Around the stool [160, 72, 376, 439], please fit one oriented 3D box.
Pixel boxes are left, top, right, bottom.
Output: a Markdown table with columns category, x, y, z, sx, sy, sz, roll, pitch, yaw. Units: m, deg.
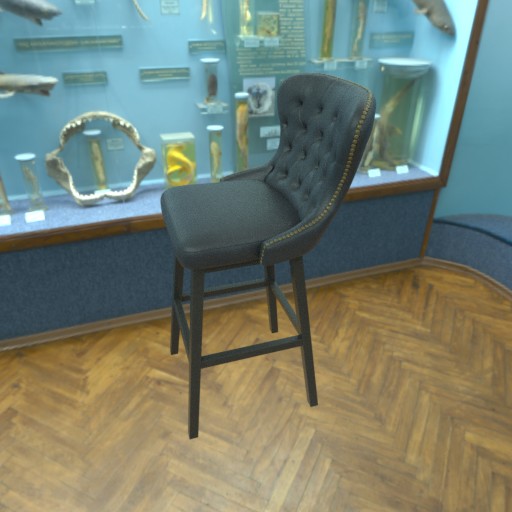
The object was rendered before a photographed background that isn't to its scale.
| category | x | y | z | sx | sy | sz | roll | pitch | yaw |
| --- | --- | --- | --- | --- | --- | --- | --- | --- | --- |
| stool | 0.000 | 0.000 | 1.446 | 0.601 | 1.050 | 0.528 | -9 | 32 | -15 |
